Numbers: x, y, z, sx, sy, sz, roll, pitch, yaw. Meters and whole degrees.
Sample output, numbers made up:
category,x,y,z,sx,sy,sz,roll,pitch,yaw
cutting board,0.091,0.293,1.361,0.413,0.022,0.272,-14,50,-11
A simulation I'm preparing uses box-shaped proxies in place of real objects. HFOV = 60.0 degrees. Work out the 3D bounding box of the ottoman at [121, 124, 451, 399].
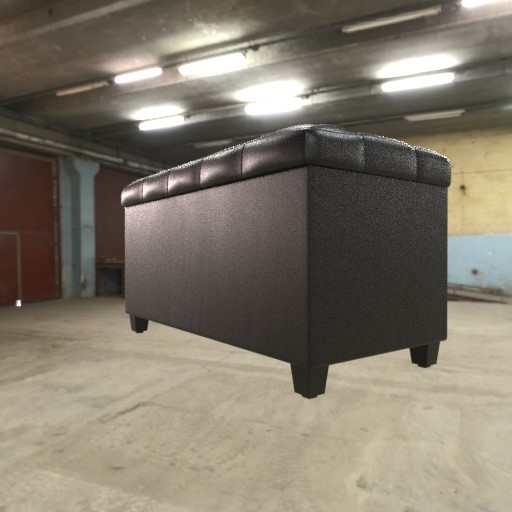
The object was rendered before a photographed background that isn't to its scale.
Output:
category,x,y,z,sx,sy,sz,roll,pitch,yaw
ottoman,0.000,0.000,1.144,0.432,0.470,0.838,0,1,-36
